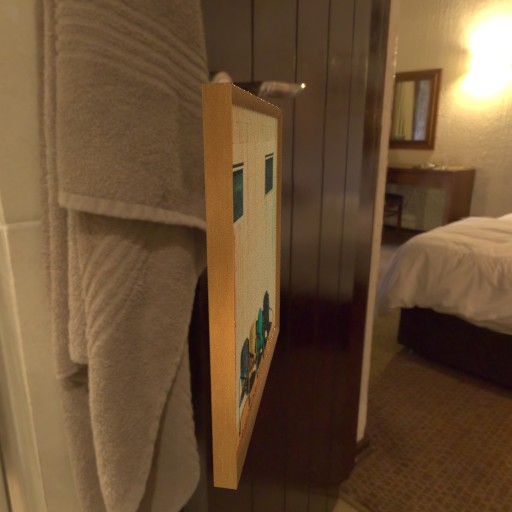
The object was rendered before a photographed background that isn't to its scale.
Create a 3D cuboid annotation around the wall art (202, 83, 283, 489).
[{"bbox_3d":[0.000,0.000,0.457,0.019,0.302,0.302,2,15,9],"label":"wall art"}]
